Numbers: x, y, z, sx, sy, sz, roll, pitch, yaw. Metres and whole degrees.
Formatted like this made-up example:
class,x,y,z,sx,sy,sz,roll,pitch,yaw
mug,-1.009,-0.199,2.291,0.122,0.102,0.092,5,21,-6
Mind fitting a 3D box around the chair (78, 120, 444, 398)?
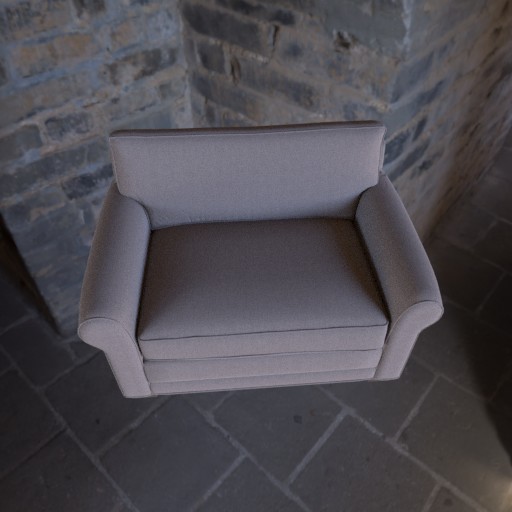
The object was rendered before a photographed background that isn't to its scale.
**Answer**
class,x,y,z,sx,sy,sz,roll,pitch,yaw
chair,0.000,0.000,1.998,1.390,0.930,0.930,-3,45,-3
